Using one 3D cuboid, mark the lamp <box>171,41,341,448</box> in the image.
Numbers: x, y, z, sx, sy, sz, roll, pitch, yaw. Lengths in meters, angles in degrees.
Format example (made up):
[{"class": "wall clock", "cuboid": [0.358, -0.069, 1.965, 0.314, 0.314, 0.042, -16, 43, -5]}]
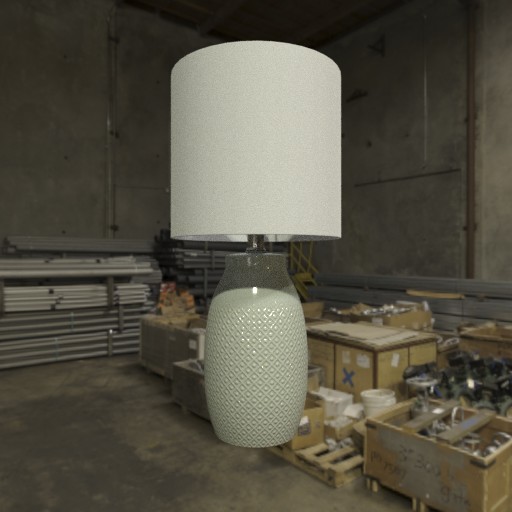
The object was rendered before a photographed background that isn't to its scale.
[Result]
[{"class": "lamp", "cuboid": [0.000, 0.000, 0.574, 0.217, 0.453, 0.217, 0, 0, -36]}]
